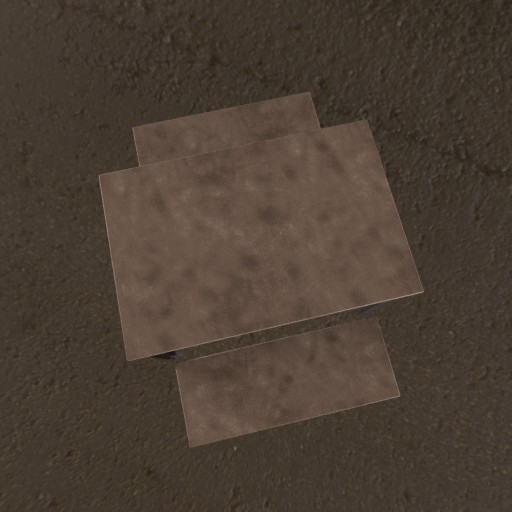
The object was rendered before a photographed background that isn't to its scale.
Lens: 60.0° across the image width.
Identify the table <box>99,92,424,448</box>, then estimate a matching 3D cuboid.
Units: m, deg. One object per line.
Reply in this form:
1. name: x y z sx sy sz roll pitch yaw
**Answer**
1. table: 0.000 0.000 2.023 1.100 0.700 1.443 -13 76 -3
